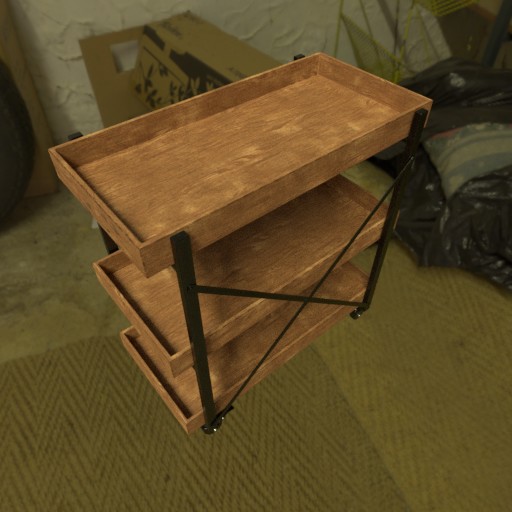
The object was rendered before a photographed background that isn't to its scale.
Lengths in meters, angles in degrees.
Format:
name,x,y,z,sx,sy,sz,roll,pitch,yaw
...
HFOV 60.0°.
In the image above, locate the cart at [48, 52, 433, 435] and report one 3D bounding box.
name,x,y,z,sx,sy,sz,roll,pitch,yaw
cart,0.000,0.000,1.217,0.750,0.800,0.411,-31,53,-26
